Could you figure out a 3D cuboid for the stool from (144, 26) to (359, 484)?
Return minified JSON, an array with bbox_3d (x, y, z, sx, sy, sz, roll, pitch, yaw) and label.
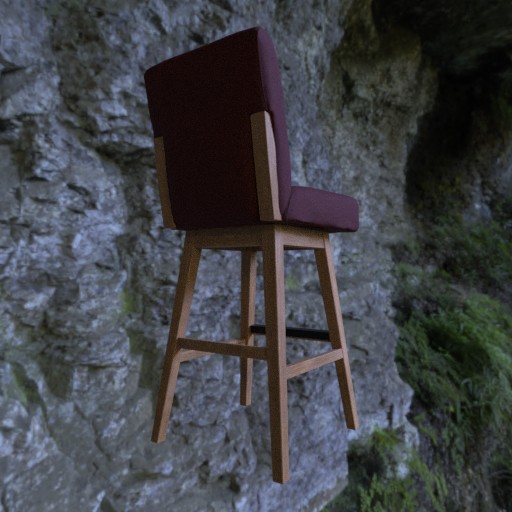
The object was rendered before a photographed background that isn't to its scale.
[{"bbox_3d":[0.000,0.000,1.360,0.468,1.093,0.562,-1,-2,35],"label":"stool"}]
